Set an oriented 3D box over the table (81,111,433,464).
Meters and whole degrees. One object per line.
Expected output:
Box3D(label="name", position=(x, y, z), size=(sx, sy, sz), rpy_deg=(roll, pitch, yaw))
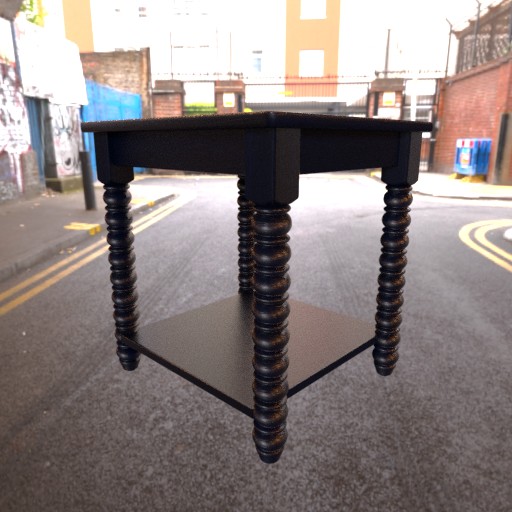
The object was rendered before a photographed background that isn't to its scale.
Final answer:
Box3D(label="table", position=(0.000, 0.000, 0.980), size=(0.533, 0.567, 0.500), rpy_deg=(14, 20, 42))
